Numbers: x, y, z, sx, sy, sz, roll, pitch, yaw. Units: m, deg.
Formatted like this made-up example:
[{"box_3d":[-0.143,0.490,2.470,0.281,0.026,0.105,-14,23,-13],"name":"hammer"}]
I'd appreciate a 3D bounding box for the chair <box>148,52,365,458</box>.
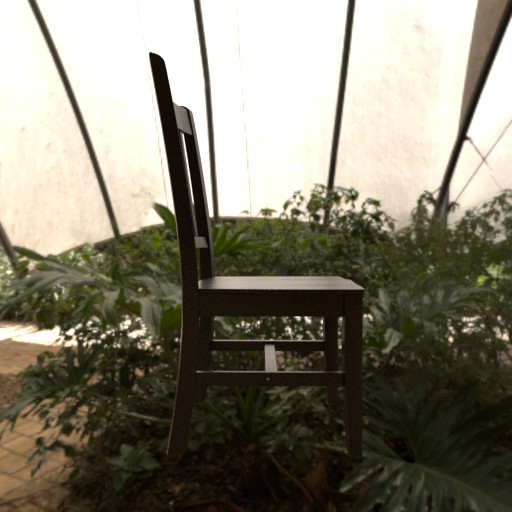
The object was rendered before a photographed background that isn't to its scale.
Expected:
[{"box_3d":[0.000,0.000,1.301,0.555,0.998,0.450,0,2,1],"name":"chair"}]
